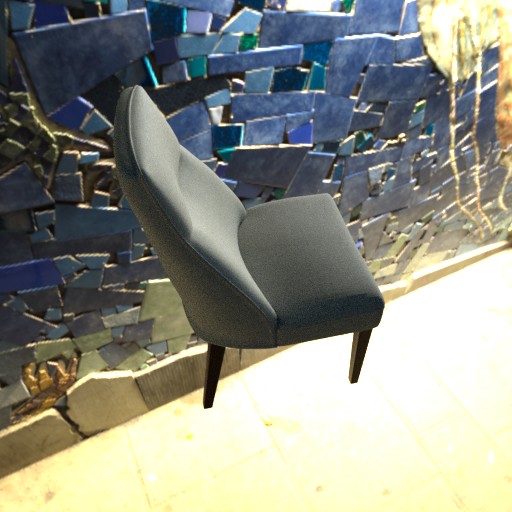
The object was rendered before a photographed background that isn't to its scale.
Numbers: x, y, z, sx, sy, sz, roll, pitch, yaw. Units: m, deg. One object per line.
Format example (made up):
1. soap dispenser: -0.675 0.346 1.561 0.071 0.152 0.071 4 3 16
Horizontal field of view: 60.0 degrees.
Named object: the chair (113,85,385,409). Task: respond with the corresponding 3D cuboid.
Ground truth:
1. chair: 0.000 0.000 1.292 0.620 0.930 0.500 -9 47 -8
